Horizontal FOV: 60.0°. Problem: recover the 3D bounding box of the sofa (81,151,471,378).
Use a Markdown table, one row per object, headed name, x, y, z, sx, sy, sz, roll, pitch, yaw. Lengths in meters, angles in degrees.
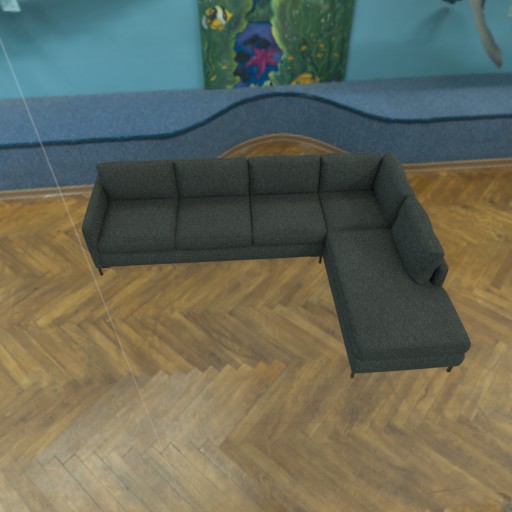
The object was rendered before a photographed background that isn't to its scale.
| name | x | y | z | sx | sy | sz | roll | pitch | yaw |
| --- | --- | --- | --- | --- | --- | --- | --- | --- | --- |
| sofa | 0.000 | 0.000 | 3.737 | 2.949 | 0.815 | 2.007 | -3 | 46 | -3 |
